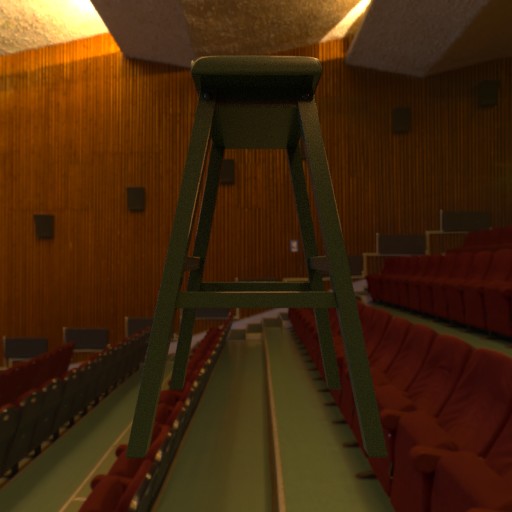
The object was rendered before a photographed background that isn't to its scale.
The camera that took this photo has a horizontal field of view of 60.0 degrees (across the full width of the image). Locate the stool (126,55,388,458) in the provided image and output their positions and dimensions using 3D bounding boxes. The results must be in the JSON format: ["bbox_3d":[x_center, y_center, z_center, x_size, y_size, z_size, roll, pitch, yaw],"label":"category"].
[{"bbox_3d":[0.000,0.000,1.036,0.476,0.737,0.457,0,-1,0],"label":"stool"}]
